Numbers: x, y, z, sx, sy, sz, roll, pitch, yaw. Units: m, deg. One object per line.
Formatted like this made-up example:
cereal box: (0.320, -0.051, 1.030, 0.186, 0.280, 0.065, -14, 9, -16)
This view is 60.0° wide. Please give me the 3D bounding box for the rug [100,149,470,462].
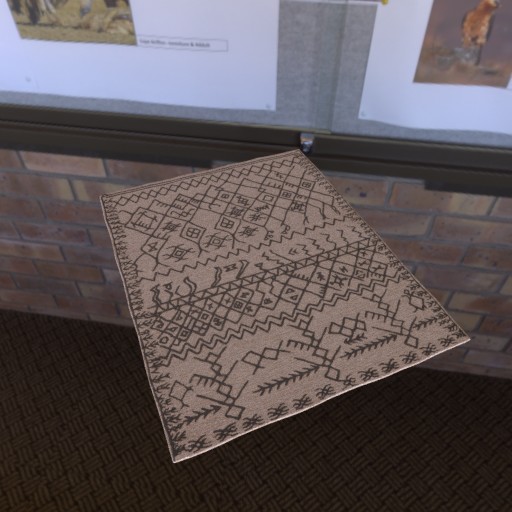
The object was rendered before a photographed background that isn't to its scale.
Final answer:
rug: (0.000, 0.000, 3.341, 1.964, 0.025, 2.455, -17, 47, -16)
